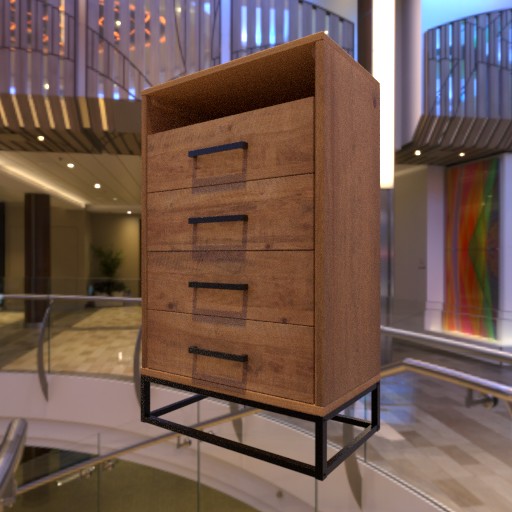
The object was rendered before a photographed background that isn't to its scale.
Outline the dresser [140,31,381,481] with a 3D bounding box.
[{"bbox_3d":[0.000,0.000,1.614,0.761,1.240,0.479,0,0,36],"label":"dresser"}]
